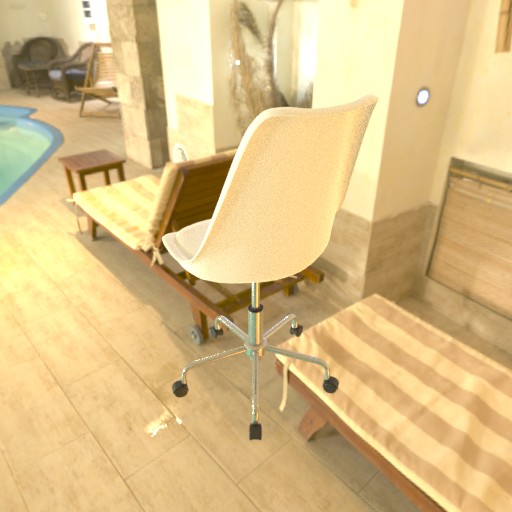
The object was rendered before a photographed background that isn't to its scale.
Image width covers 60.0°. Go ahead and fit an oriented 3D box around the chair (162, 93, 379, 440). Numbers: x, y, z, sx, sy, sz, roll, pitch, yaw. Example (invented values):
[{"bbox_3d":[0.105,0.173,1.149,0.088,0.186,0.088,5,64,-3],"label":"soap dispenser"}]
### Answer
[{"bbox_3d":[0.000,0.000,1.277,0.550,0.930,0.550,-20,35,-31],"label":"chair"}]
